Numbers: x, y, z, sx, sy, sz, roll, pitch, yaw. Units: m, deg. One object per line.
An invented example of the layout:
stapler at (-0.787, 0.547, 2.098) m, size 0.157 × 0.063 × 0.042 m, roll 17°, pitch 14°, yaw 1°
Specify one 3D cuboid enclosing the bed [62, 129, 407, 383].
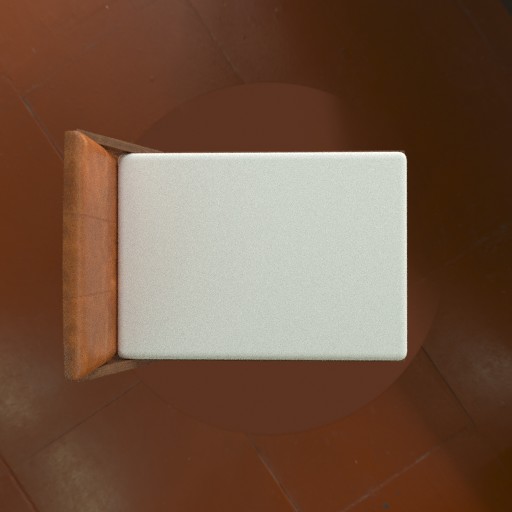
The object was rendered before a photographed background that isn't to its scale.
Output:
bed at (0.000, 0.000, 3.197) m, size 2.311 × 1.168 × 1.651 m, roll 0°, pitch 90°, yaw 1°
